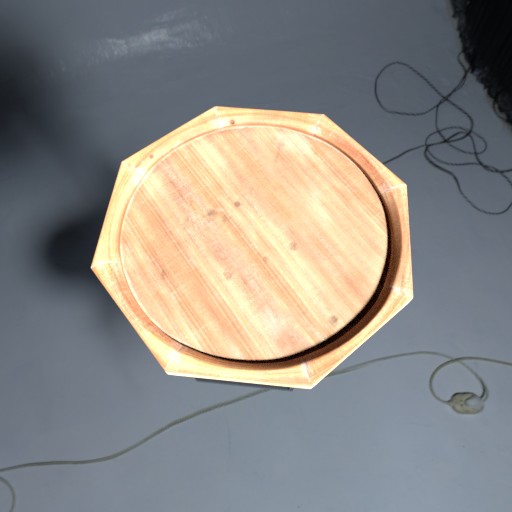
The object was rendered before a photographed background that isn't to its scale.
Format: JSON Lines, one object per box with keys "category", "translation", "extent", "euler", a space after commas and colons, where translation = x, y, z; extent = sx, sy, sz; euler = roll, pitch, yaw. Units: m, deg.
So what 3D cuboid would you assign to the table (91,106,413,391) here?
{"category": "table", "translation": [0.000, 0.000, 1.545], "extent": [1.002, 0.444, 1.002], "euler": [0, 64, 0]}
